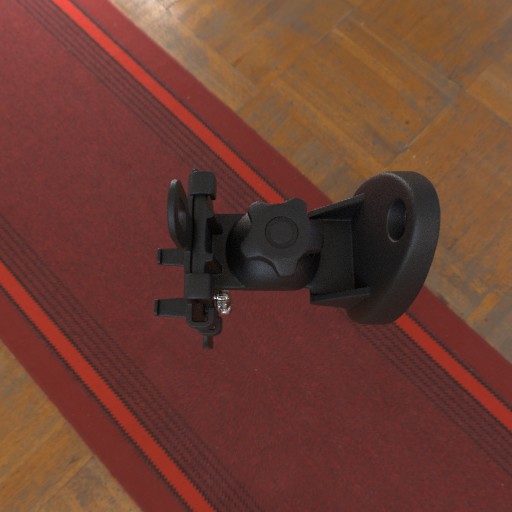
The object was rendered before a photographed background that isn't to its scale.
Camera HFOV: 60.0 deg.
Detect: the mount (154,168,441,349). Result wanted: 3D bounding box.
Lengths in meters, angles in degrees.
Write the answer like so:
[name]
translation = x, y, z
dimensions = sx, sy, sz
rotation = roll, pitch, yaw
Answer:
[mount]
translation = 0.000, 0.000, 0.172
dimensions = 0.100, 0.118, 0.066
rotation = 0, 76, 0
